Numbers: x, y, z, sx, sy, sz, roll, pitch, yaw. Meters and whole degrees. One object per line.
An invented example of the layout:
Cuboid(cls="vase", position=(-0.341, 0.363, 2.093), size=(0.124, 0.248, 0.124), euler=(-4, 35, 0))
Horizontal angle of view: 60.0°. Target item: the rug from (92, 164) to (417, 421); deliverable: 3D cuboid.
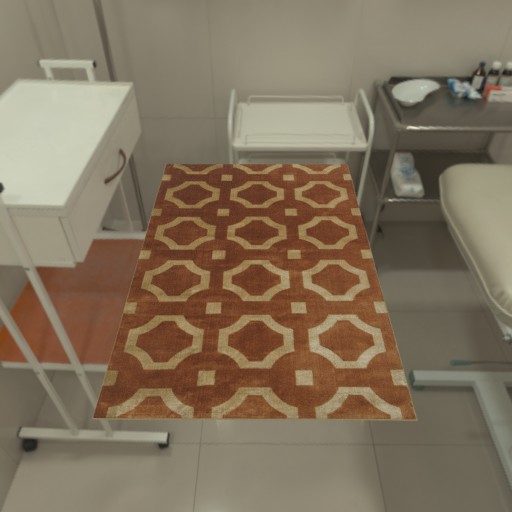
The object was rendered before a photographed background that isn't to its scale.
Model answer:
Cuboid(cls="rug", position=(0.000, 0.000, 2.948), size=(1.555, 0.016, 2.286), euler=(0, 43, 0))
